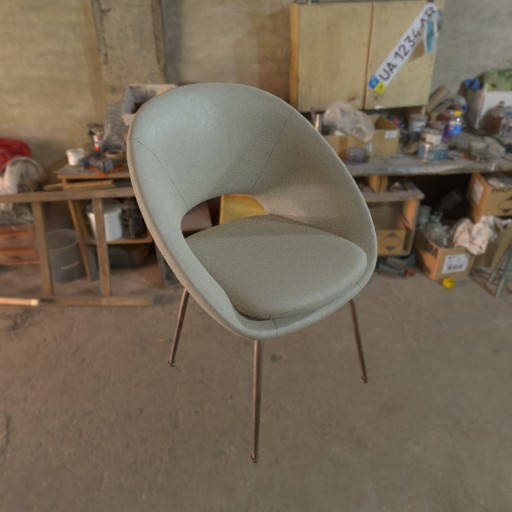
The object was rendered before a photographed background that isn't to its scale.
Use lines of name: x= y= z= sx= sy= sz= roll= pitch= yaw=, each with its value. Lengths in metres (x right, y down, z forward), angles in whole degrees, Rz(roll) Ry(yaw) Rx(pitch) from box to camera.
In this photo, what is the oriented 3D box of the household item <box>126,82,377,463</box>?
household item: x=0.000 y=0.000 z=1.254 sx=0.623 sy=0.852 sz=0.573 roll=-22 pitch=37 yaw=-32
